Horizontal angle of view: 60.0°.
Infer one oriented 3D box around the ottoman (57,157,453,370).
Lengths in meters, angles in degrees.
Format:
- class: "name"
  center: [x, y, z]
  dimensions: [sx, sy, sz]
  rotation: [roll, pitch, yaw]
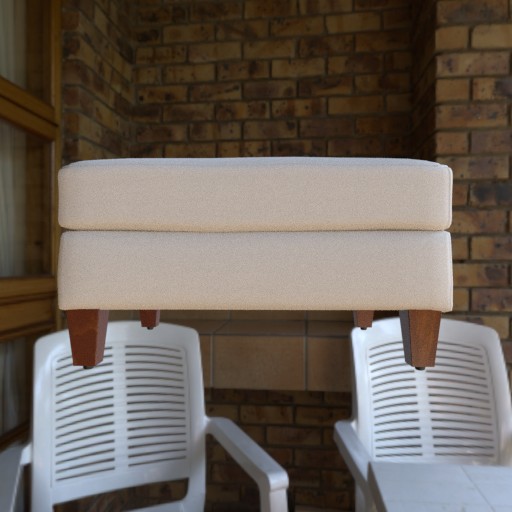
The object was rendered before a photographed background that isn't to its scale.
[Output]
- class: "ottoman"
  center: [0.000, 0.000, 1.193]
  dimensions: [0.818, 0.479, 0.634]
  rotation: [0, 0, 1]
